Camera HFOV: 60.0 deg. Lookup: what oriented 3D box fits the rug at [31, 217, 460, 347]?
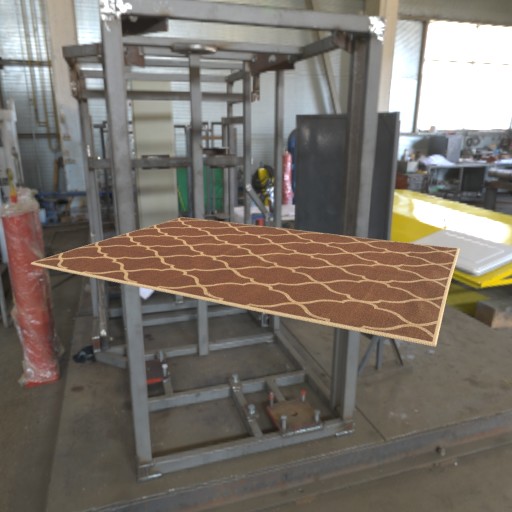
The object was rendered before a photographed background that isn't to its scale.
[{"bbox_3d":[0.000,0.000,2.816,2.290,0.014,1.526,8,19,26],"label":"rug"}]
